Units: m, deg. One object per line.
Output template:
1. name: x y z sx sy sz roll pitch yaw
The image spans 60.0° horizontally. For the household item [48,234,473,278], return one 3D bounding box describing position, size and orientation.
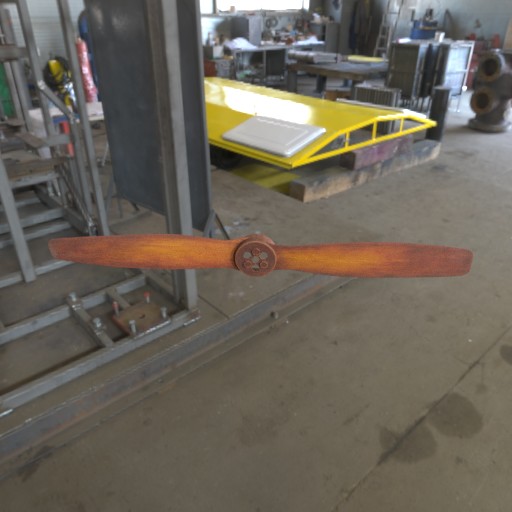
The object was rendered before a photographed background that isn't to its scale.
1. household item: 0.000 0.000 1.238 1.181 0.121 0.051 2 30 3
